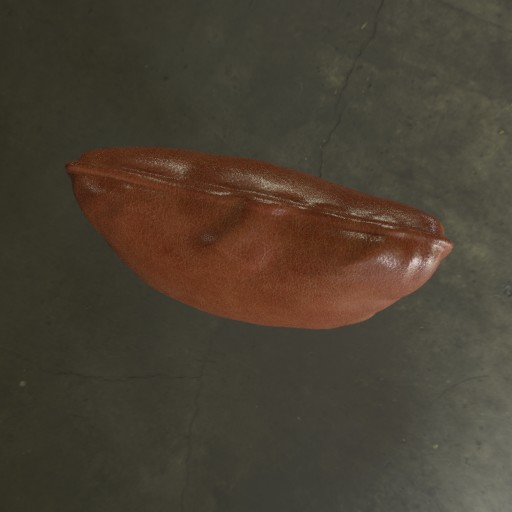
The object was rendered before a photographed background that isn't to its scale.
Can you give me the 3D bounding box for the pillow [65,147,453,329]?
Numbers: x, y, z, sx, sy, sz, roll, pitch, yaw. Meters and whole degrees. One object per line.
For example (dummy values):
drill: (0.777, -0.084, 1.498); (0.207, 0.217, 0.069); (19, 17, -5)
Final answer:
pillow: (0.000, 0.000, 0.806); (0.532, 0.523, 0.236); (12, 76, 3)
